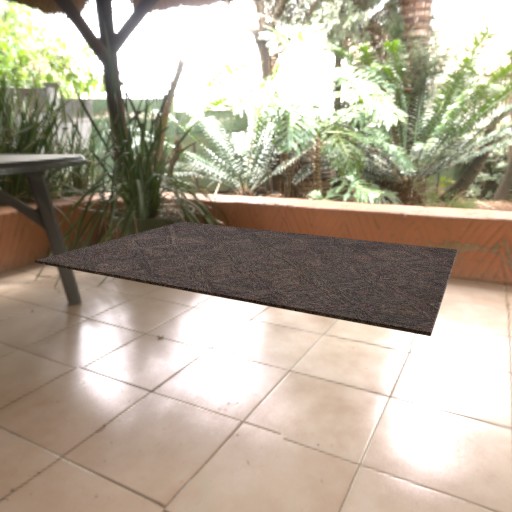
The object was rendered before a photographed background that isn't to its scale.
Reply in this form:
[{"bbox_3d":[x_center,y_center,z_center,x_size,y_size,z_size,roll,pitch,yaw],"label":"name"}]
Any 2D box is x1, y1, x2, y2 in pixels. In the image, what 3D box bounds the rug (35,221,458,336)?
[{"bbox_3d":[0.000,0.000,2.864,2.298,0.017,1.501,8,17,26],"label":"rug"}]
